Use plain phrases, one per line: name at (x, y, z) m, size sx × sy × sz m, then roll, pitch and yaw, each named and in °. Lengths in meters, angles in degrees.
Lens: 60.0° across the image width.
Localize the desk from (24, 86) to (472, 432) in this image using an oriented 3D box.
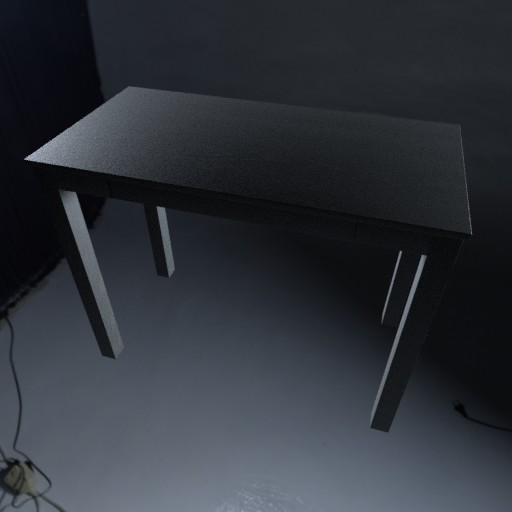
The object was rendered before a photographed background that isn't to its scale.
desk at (0.000, 0.000, 1.364) m, size 0.991 × 0.762 × 0.499 m, roll 11°, pitch 42°, yaw 13°
